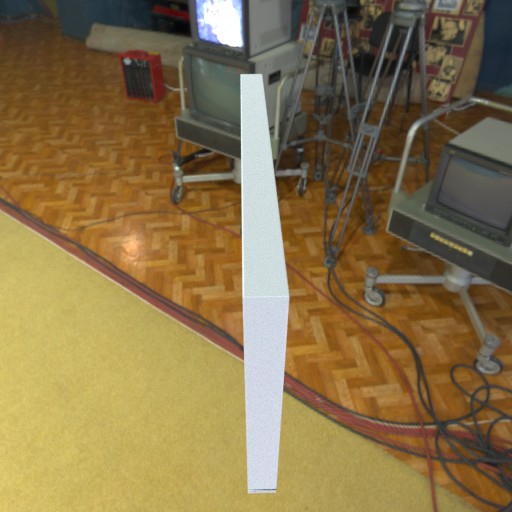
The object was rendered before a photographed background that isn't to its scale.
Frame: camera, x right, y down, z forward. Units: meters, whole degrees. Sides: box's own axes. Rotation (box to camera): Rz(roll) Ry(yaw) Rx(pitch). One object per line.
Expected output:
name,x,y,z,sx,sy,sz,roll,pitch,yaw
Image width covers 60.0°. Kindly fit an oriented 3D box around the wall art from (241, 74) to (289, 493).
wall art,0.000,0.000,0.762,0.042,0.414,0.608,-1,40,-1
